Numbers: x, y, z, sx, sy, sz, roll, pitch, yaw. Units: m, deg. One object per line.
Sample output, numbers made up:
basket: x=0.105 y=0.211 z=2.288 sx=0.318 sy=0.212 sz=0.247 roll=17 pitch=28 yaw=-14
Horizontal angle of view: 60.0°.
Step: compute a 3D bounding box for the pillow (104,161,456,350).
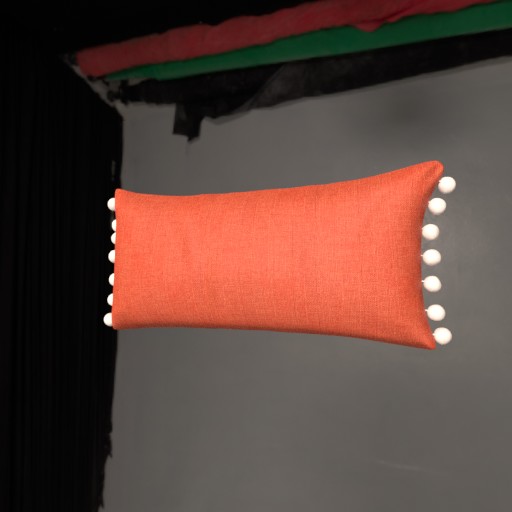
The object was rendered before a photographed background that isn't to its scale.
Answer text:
pillow: x=0.000 y=0.000 z=0.853 sx=0.709 sy=0.322 sz=0.201 roll=0 pitch=-1 yaw=19
